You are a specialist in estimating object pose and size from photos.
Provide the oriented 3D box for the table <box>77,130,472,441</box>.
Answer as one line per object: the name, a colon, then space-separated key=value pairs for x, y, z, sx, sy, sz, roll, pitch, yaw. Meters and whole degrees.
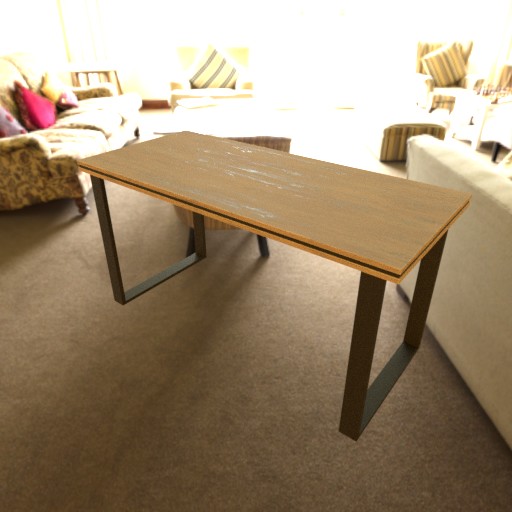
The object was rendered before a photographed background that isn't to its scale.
table: x=0.000 y=0.000 z=2.362 sx=1.778 sy=0.899 sz=0.795 roll=21 pitch=36 yaw=32
